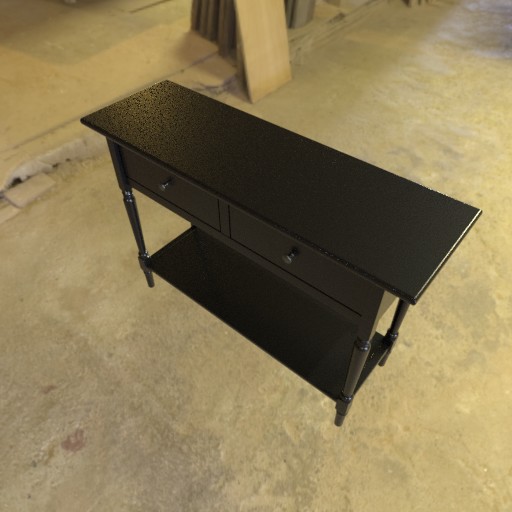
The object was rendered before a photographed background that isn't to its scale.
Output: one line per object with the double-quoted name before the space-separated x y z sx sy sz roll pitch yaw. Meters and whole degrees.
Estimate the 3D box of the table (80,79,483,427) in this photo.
"table" 0.000 0.000 1.583 1.191 0.819 0.386 31 53 26
